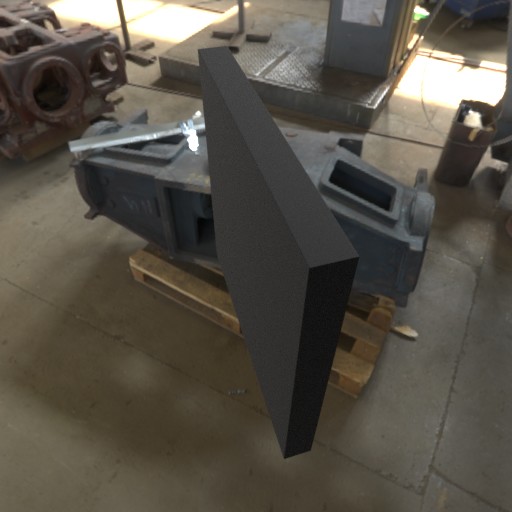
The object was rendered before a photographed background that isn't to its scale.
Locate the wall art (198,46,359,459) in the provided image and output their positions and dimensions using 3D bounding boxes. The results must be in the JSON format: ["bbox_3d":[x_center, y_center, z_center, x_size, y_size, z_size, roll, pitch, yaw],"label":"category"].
[{"bbox_3d":[0.000,0.000,0.461,0.030,0.305,0.308,-12,48,-11],"label":"wall art"}]
